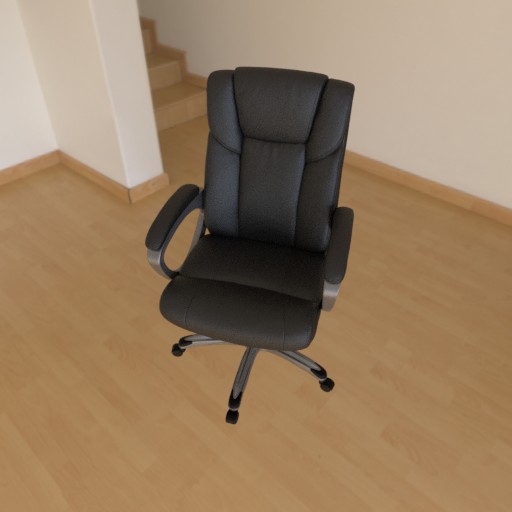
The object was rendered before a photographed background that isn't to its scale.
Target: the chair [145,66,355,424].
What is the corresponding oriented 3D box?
[{"bbox_3d":[0.000,0.000,1.608,0.721,1.130,0.719,11,41,13],"label":"chair"}]
